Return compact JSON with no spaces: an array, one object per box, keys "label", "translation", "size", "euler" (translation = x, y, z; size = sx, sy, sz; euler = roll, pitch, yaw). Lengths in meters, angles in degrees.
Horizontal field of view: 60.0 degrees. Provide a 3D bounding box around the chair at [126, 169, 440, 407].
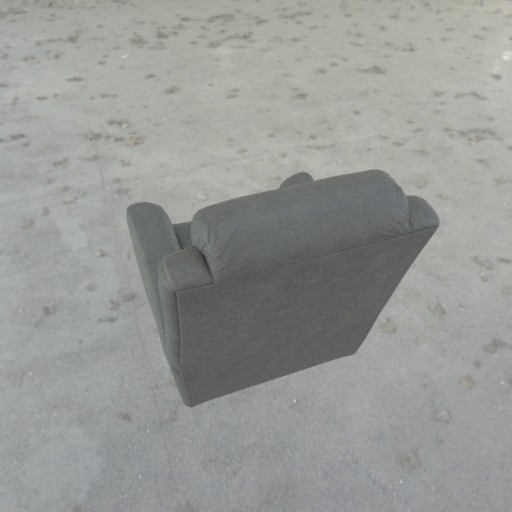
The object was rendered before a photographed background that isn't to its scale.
[{"label":"chair","translation":[0.000,0.000,1.902],"size":[0.967,1.116,1.068],"euler":[-14,42,-15]}]
